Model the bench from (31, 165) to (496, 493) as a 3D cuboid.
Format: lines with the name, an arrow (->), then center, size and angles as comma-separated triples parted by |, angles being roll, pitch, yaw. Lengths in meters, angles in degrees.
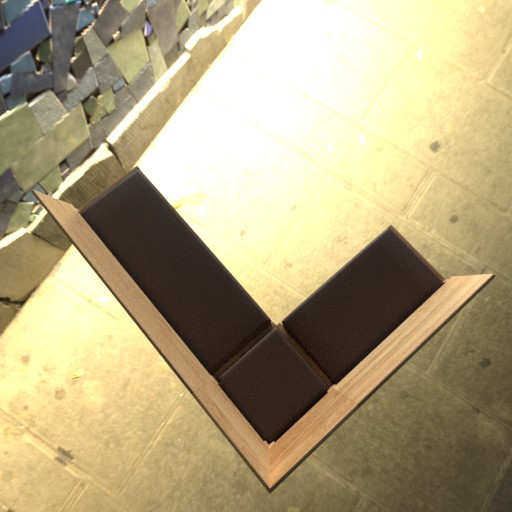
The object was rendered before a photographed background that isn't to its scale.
bench -> 0.000, 0.000, 2.749 | 1.549, 0.890, 1.975 | -41, 79, -10
